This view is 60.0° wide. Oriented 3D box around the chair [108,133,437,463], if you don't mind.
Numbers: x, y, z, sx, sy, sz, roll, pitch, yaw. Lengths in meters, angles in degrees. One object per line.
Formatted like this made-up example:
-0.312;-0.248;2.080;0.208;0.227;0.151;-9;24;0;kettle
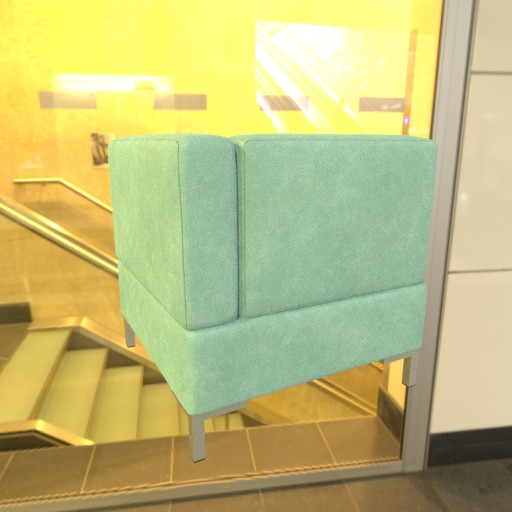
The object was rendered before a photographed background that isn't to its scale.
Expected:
0.000;0.000;1.253;0.680;0.660;0.680;-8;16;-27;chair
